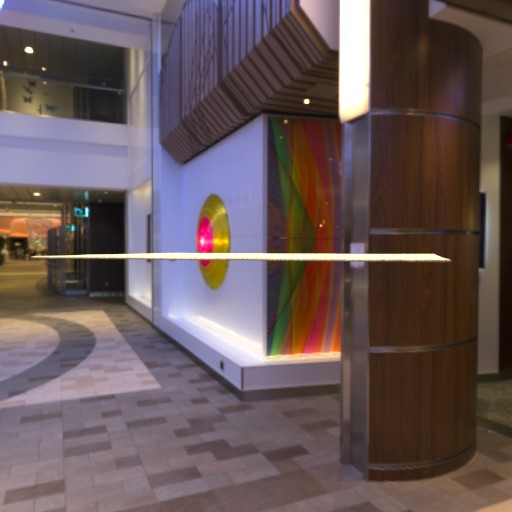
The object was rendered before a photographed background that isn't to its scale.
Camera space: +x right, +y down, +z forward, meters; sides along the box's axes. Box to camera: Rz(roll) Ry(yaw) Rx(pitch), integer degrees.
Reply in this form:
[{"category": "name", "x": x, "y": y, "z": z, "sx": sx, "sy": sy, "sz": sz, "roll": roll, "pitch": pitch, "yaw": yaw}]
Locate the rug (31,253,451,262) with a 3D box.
[{"category": "rug", "x": 0.000, "y": 0.000, "z": 2.401, "sx": 1.850, "sy": 0.015, "sz": 1.250, "roll": 0, "pitch": 1, "yaw": 20}]
